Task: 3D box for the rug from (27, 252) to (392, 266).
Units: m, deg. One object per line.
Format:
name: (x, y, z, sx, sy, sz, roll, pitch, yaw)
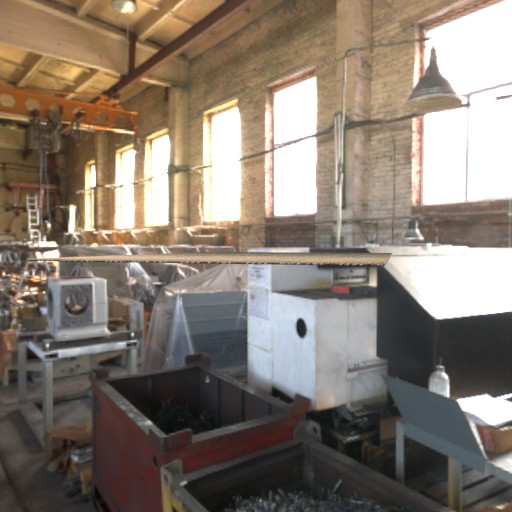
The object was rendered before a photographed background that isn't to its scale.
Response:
rug: (0.000, 0.000, 3.971, 2.306, 0.017, 2.902, 0, 2, 18)
